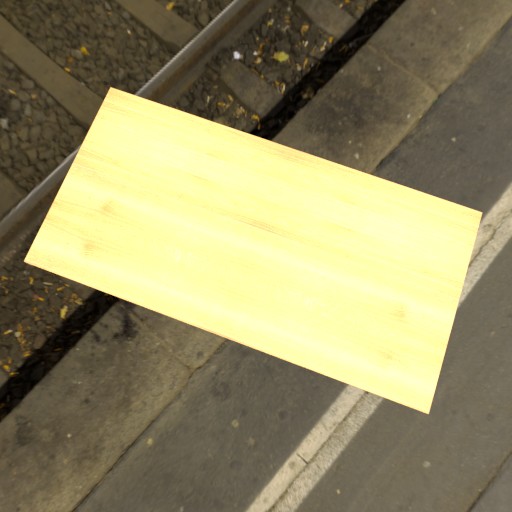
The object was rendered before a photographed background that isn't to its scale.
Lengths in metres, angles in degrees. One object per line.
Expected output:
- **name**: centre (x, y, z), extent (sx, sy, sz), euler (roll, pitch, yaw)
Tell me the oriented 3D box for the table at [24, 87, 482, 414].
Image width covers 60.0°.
- **table**: centre (0.000, 0.000, 2.298), extent (1.800, 0.750, 0.900), euler (20, 78, 4)
